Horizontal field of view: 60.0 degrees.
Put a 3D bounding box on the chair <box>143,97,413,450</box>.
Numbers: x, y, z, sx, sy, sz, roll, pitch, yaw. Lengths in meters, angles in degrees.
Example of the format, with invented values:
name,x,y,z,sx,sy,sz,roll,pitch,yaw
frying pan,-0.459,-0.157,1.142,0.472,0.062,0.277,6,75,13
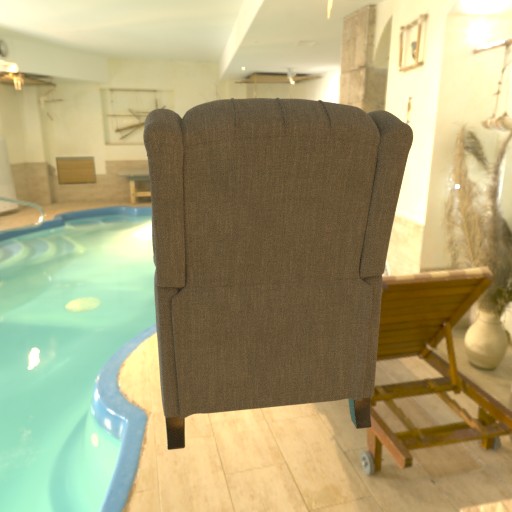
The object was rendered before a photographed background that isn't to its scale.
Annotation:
name,x,y,z,sx,sy,sz,roll,pitch,yaw
chair,0.000,0.000,1.602,0.742,1.035,0.898,-3,16,-9
